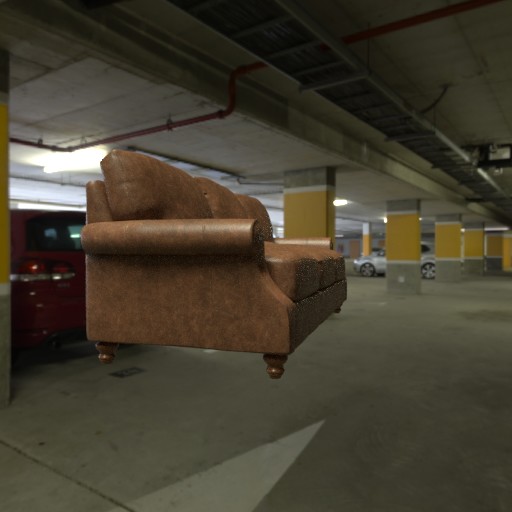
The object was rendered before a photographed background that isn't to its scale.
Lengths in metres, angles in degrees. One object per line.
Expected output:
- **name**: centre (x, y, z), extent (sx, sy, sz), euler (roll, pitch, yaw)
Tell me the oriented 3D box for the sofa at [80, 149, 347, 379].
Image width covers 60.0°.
- **sofa**: centre (0.000, 0.000, 2.882), extent (0.973, 0.977, 2.351), euler (0, 0, 17)
